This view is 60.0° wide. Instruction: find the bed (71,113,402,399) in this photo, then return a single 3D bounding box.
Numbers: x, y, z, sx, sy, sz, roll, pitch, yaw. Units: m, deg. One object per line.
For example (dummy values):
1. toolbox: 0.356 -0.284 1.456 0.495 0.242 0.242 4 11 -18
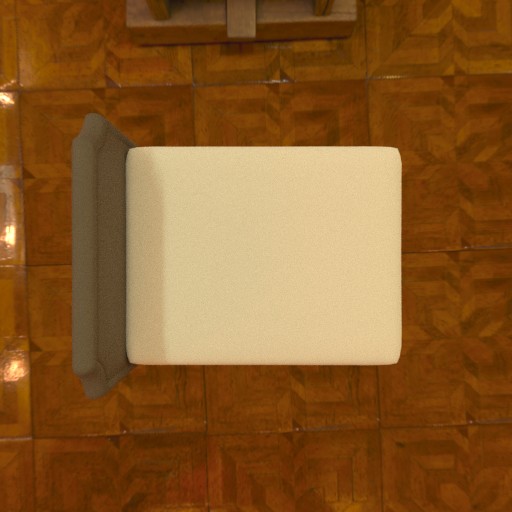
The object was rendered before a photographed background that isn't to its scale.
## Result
1. bed: 0.000 0.000 3.232 2.181 1.297 1.831 0 90 0
